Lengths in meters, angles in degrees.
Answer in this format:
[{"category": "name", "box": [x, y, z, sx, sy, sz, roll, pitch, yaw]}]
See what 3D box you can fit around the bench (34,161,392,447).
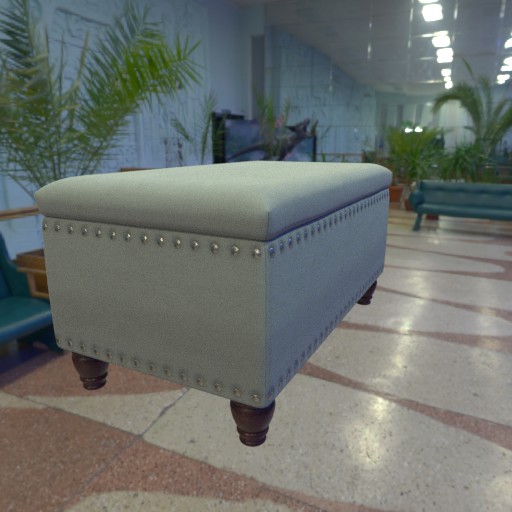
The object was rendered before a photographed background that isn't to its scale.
[{"category": "bench", "box": [0.000, 0.000, 1.157, 0.500, 0.449, 0.887, 7, 16, 27]}]
